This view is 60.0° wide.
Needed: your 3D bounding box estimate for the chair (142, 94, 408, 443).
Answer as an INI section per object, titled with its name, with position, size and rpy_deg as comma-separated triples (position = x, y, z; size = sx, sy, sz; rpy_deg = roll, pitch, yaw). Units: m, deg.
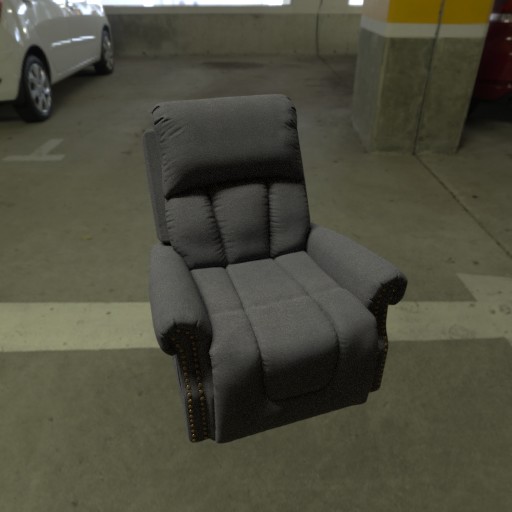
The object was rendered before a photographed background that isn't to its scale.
[chair]
position = 0.000, 0.000, 1.730
size = 0.871, 1.031, 0.979
rpy_deg = -10, 33, -16
